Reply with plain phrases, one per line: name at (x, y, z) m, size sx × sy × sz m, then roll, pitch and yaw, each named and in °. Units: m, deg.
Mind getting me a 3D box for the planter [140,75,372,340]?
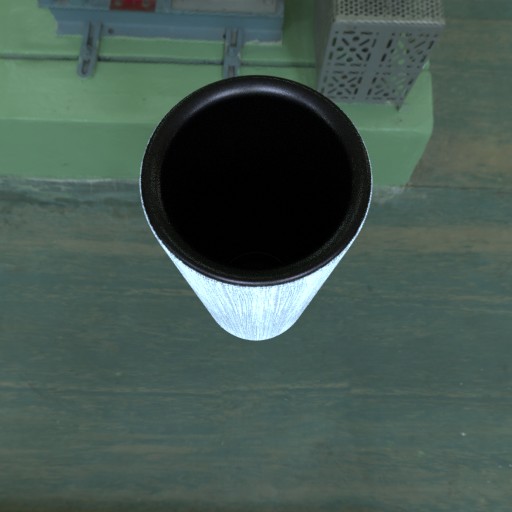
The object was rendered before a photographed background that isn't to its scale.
planter at (0.000, 0.000, 0.318) m, size 0.100 × 0.270 × 0.100 m, roll 1°, pitch 75°, yaw 0°
